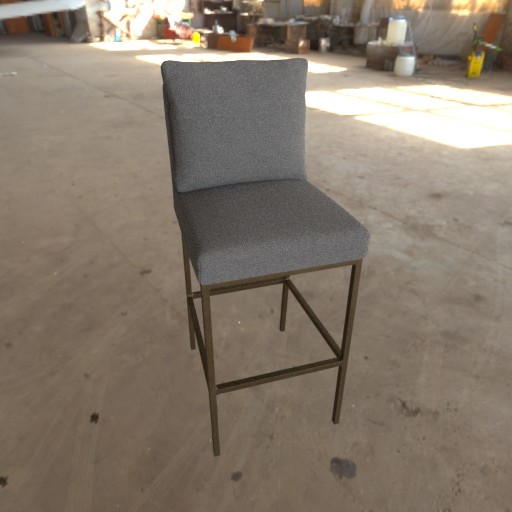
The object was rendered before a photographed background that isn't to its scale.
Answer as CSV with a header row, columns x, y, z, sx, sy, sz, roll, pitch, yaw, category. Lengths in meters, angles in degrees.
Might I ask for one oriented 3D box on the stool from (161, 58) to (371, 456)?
x,y,z,sx,sy,sz,roll,pitch,yaw,category
0.000,0.000,1.420,0.463,1.132,0.569,-9,32,-14,stool
